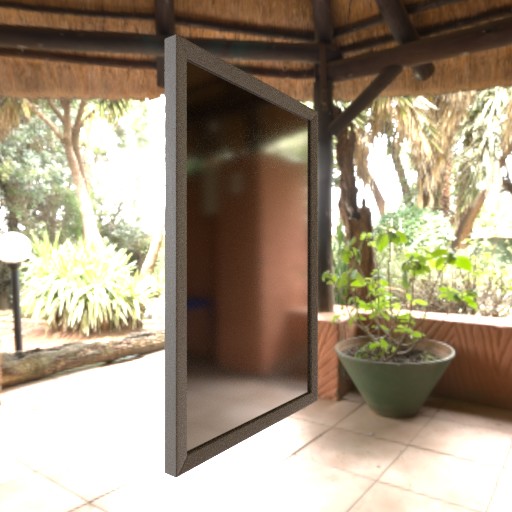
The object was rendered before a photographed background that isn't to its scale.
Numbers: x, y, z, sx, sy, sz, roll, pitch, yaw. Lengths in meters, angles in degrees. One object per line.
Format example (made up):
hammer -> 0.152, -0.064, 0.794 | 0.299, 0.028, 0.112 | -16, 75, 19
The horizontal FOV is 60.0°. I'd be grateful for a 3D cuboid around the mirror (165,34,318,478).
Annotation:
mirror -> 0.000, 0.000, 1.170 | 0.040, 0.915, 0.609 | 0, 0, 36
